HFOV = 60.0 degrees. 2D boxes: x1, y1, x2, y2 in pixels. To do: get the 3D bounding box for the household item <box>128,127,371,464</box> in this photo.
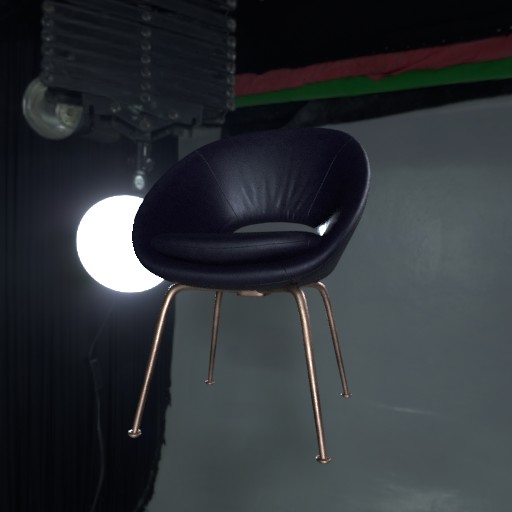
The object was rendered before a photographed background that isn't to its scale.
[{"bbox_3d":[0.000,0.000,1.238,0.623,0.852,0.573,0,0,17],"label":"household item"}]
